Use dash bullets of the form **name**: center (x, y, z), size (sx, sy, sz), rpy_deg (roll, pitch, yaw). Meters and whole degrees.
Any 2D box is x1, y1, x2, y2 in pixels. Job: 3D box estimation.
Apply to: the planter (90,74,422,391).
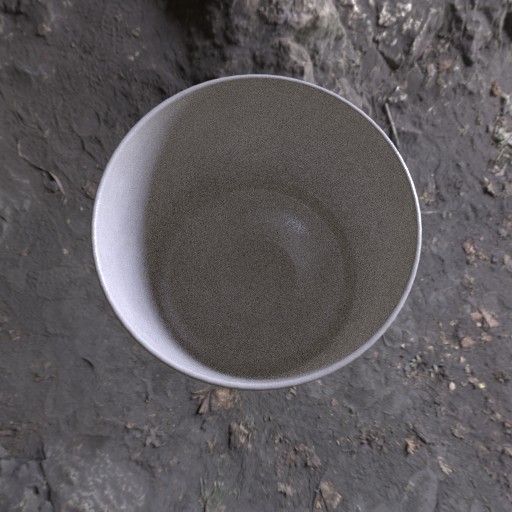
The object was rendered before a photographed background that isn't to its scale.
- **planter**: center (0.000, 0.000, 0.342), size (0.190, 0.181, 0.190), rpy_deg (0, 76, 0)
